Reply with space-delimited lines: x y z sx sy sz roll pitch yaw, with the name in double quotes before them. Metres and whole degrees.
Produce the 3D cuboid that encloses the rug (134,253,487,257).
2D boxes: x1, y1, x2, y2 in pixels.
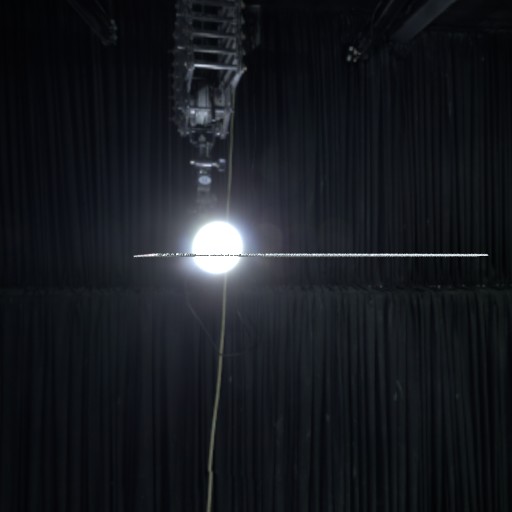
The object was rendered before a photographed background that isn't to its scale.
"rug" 0.000 0.000 2.998 1.528 0.010 2.440 0 0 -17
